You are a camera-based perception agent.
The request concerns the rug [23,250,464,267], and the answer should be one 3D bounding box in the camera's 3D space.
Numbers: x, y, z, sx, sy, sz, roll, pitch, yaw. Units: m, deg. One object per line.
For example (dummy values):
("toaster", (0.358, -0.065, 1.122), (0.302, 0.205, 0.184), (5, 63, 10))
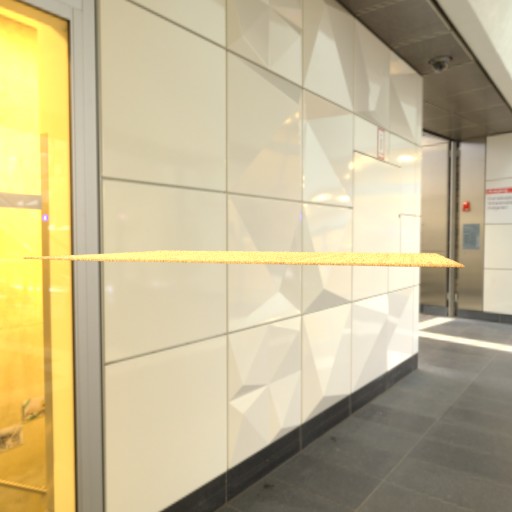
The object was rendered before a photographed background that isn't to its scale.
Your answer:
("rug", (0.000, 0.000, 2.319), (1.840, 0.013, 1.225), (1, 2, 18))
